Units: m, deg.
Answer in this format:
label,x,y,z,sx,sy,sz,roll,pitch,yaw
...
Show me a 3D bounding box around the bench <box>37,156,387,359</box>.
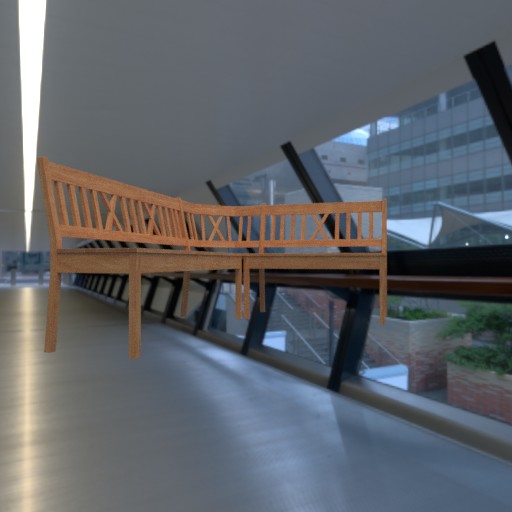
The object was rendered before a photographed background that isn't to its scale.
label,x,y,z,sx,sy,sz,roll,pitch,yaw
bench,0.000,0.000,2.754,1.537,0.902,1.937,0,-1,17
